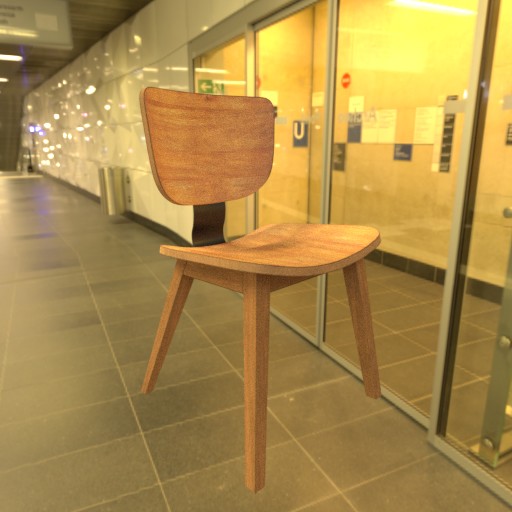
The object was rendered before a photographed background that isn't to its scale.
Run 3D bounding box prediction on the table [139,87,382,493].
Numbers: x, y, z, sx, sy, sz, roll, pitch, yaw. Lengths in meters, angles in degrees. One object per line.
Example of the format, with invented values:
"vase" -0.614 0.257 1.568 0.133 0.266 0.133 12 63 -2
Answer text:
"table" 0.000 0.000 1.127 0.500 0.805 0.499 14 20 43
